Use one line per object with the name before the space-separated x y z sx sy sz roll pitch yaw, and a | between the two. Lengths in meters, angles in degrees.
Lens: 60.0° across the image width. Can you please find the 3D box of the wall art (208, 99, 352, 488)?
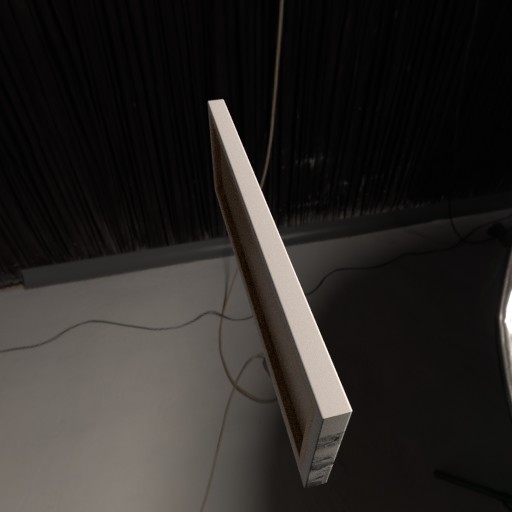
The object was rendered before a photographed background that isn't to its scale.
wall art | 0.000 0.000 0.851 0.038 0.255 0.763 -10 47 -10
